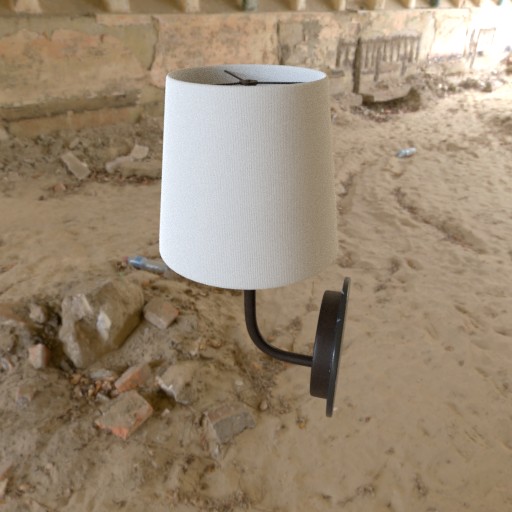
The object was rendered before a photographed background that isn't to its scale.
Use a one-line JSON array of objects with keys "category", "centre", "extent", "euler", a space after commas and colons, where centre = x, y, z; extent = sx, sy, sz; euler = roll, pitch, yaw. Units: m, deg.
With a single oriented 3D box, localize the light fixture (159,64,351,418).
[{"category": "light fixture", "centre": [0.000, 0.000, 0.440], "extent": [0.188, 0.337, 0.168], "euler": [8, 31, 13]}]
